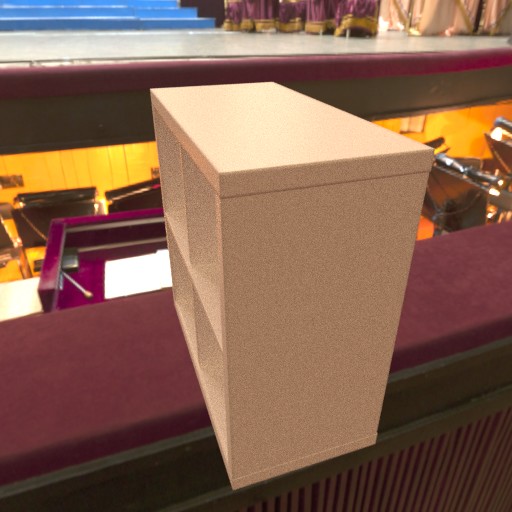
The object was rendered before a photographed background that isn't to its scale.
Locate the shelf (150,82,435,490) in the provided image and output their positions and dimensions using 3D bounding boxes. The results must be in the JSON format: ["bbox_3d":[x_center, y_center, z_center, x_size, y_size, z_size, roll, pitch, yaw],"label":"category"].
[{"bbox_3d":[0.000,0.000,1.239,0.390,0.786,0.790,-10,31,-17],"label":"shelf"}]
